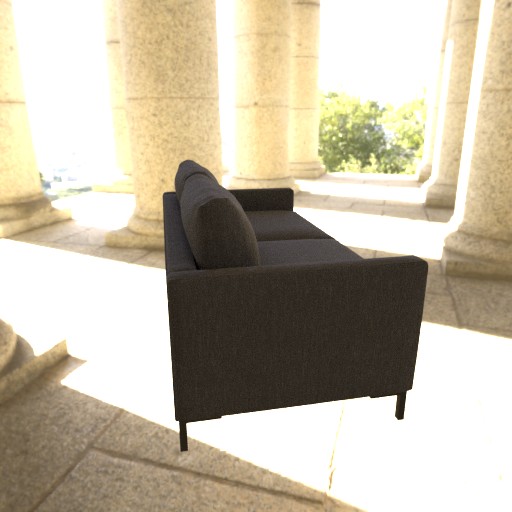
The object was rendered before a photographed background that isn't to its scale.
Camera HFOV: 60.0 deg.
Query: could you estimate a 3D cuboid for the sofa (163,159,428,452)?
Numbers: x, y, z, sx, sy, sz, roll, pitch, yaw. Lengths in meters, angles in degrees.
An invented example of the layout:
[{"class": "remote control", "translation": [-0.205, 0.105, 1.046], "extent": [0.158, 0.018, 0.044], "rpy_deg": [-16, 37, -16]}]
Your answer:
[{"class": "sofa", "translation": [0.000, 0.000, 2.196], "extent": [0.875, 0.840, 1.682], "rpy_deg": [-4, 18, -11]}]
